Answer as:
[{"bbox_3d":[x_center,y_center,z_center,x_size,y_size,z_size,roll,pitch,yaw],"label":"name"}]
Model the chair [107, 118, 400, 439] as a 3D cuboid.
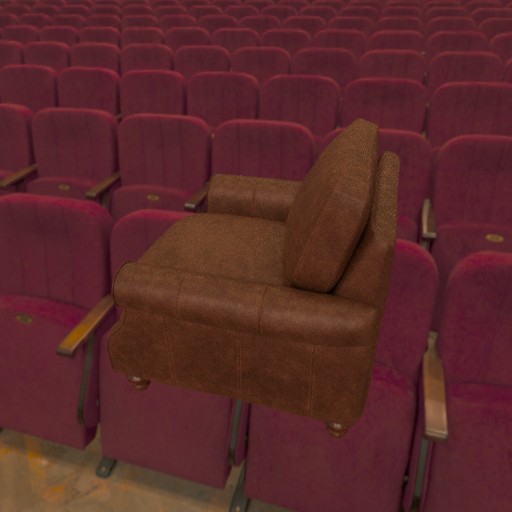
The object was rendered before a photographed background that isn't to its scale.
[{"bbox_3d":[0.000,0.000,1.769,1.002,0.976,0.996,9,33,14],"label":"chair"}]
